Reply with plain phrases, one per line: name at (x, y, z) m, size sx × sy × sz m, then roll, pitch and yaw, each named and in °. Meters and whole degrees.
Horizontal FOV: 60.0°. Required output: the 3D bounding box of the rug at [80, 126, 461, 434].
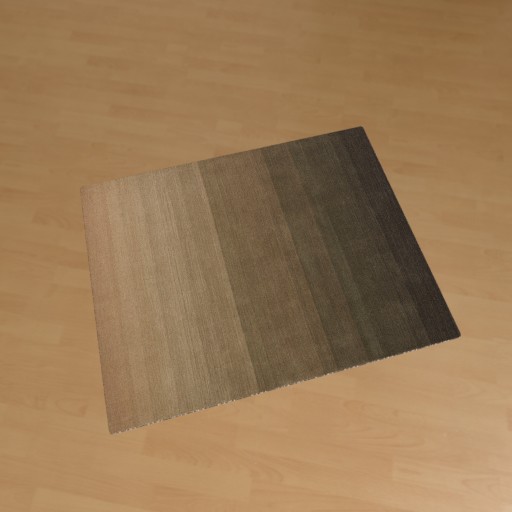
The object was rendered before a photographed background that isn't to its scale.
rug at (0.000, 0.000, 3.960) m, size 2.902 × 0.017 × 2.306 m, roll -14°, pitch 66°, yaw -6°
